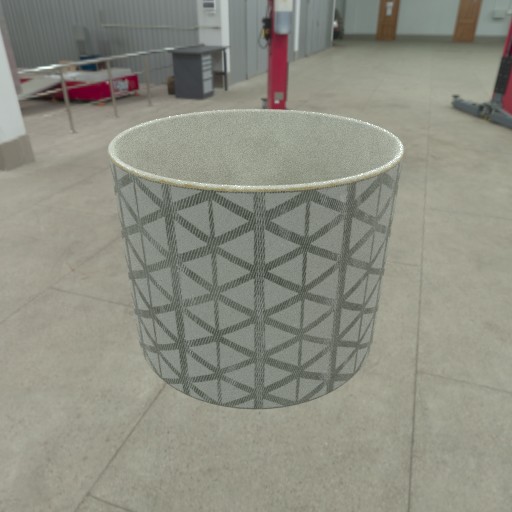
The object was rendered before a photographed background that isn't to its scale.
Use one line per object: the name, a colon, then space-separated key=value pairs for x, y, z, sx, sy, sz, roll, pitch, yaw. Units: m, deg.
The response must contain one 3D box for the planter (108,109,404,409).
planter: x=0.000 y=0.000 z=0.447 sx=0.250 sy=0.239 sz=0.250 roll=0 pitch=29 yaw=0
